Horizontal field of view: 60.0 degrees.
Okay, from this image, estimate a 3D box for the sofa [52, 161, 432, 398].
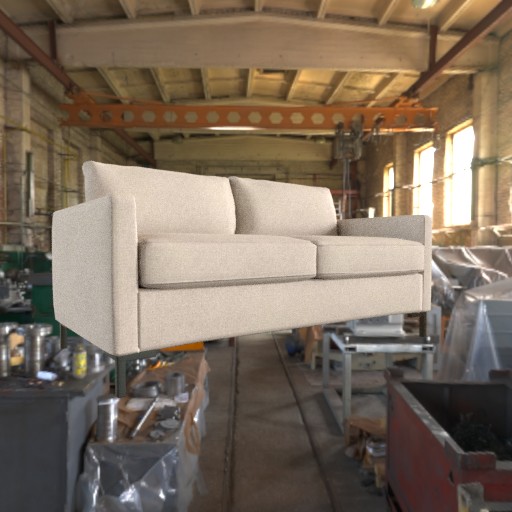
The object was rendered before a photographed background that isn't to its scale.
[{"bbox_3d":[0.000,0.000,2.140,1.682,0.840,0.875,-1,2,-35],"label":"sofa"}]
